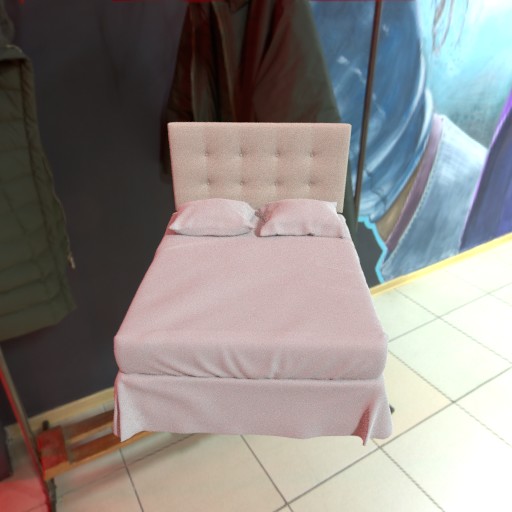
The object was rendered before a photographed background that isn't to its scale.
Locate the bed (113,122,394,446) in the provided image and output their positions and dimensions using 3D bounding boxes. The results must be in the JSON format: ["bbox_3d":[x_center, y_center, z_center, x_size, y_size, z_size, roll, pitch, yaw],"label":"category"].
[{"bbox_3d":[0.000,0.000,3.437,1.936,1.577,2.222,1,29,1],"label":"bed"}]
